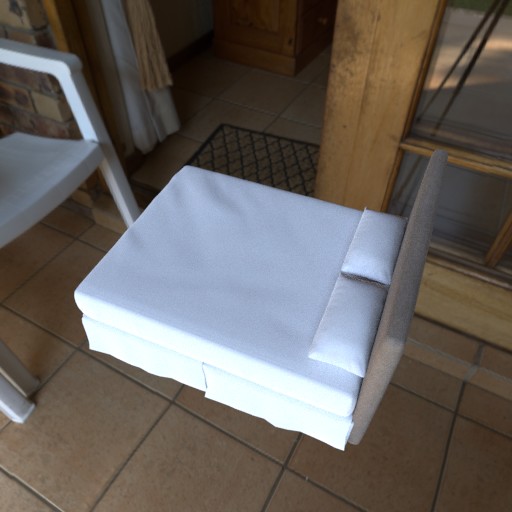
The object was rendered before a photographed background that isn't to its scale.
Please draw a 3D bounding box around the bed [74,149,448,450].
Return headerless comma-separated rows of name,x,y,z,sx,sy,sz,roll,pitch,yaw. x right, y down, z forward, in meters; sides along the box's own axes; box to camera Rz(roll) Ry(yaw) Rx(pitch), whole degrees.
bed,0.000,0.000,3.209,2.142,1.330,1.723,17,50,15
